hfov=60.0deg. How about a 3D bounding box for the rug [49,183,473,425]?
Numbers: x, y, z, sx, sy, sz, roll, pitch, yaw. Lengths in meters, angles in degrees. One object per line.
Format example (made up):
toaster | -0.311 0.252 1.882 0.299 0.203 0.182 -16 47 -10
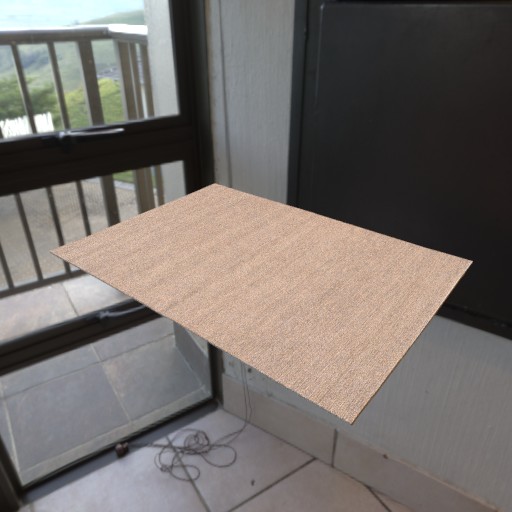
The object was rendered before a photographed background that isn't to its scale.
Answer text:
rug | 0.000 0.000 2.894 2.264 0.030 1.624 22 36 33
